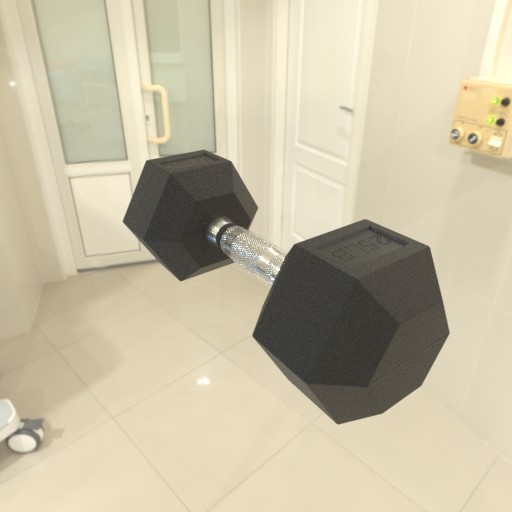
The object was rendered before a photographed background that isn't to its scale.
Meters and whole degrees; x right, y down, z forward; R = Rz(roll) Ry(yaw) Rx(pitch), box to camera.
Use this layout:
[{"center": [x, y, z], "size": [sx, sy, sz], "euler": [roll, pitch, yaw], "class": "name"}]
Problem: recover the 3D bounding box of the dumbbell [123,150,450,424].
[{"center": [0.000, 0.000, 0.376], "size": [0.129, 0.113, 0.315], "euler": [-19, 34, -31], "class": "dumbbell"}]
